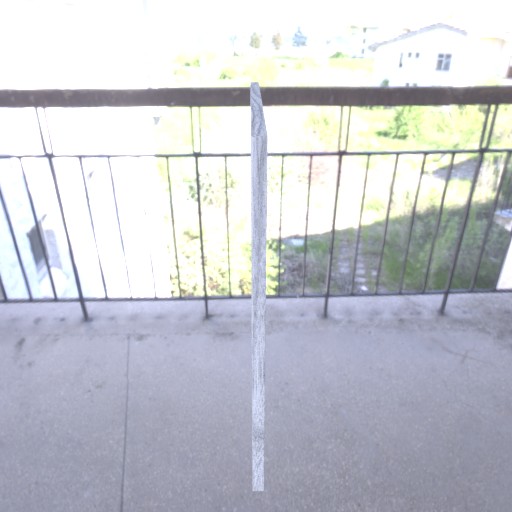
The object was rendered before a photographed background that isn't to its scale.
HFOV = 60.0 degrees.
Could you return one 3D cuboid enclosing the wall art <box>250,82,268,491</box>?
[{"bbox_3d":[0.000,0.000,0.755,0.016,0.507,0.508,0,27,-1],"label":"wall art"}]
